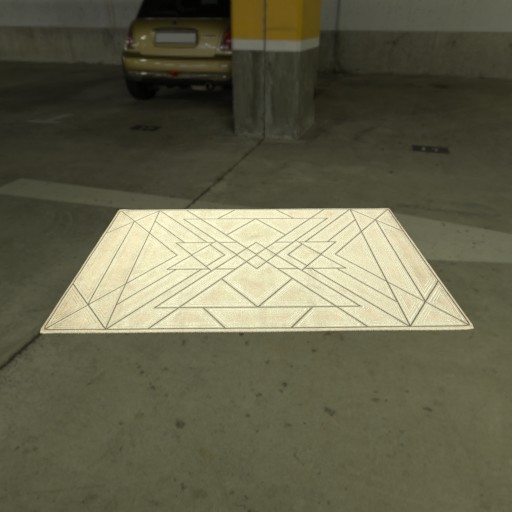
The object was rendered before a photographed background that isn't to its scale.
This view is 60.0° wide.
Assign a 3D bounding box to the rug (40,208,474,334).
[{"bbox_3d":[0.000,0.000,4.488,3.381,0.026,2.436,0,29,-1],"label":"rug"}]
